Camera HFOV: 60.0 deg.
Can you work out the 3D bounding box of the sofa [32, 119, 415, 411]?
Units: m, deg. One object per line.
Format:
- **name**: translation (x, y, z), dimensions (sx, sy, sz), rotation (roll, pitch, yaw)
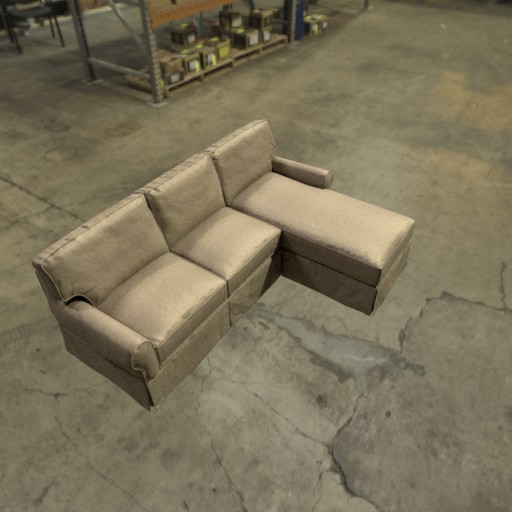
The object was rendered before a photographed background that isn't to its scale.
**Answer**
- **sofa**: translation (0.000, 0.000, 3.313), dimensions (1.733, 0.978, 2.475), rotation (25, 47, 25)
